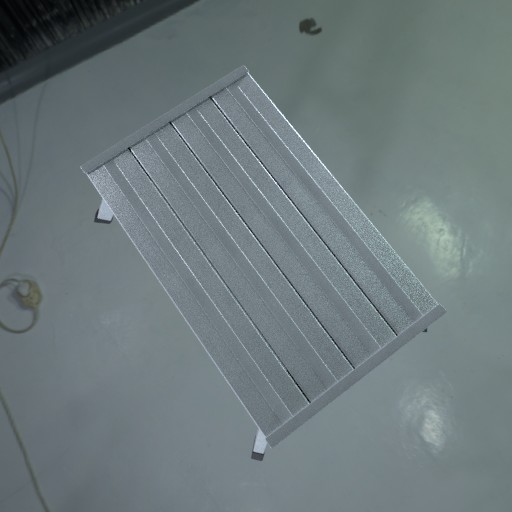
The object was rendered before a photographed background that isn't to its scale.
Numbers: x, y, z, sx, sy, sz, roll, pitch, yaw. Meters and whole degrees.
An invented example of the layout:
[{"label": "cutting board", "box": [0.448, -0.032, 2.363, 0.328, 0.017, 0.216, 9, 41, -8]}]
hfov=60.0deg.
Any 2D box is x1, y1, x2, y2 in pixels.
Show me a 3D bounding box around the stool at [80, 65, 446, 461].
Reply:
[{"label": "stool", "box": [0.000, 0.000, 0.705, 0.385, 0.225, 0.535, -35, 79, -8]}]
